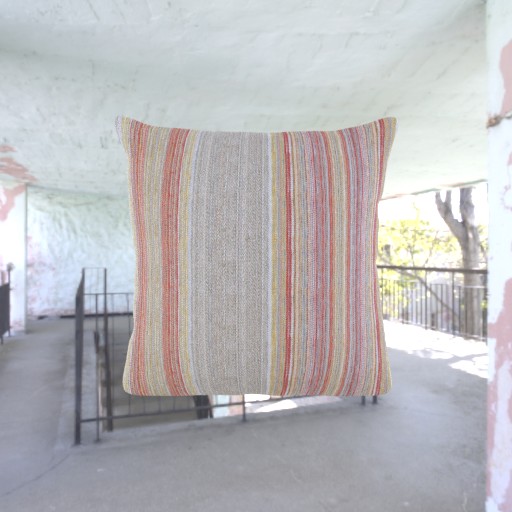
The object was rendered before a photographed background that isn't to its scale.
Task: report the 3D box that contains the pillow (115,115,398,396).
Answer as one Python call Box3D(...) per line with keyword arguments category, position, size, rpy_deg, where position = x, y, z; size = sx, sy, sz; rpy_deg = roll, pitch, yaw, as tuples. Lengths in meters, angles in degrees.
Box3D(category="pillow", position=(0.000, 0.000, 0.704), size=(0.451, 0.449, 0.191), rpy_deg=(0, 0, 1))
